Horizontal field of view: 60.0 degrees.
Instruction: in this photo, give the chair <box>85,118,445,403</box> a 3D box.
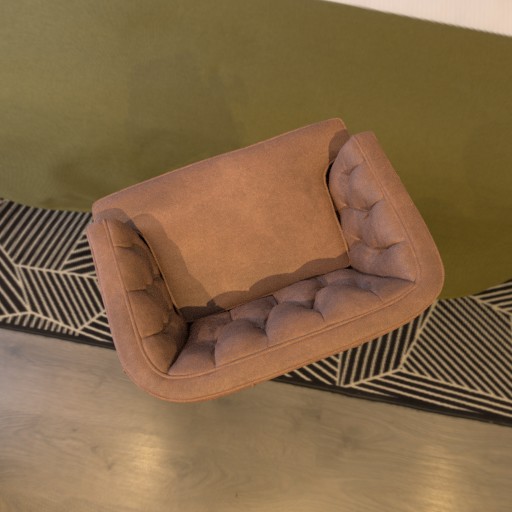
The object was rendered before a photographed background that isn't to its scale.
[{"bbox_3d":[0.000,0.000,1.775,1.118,0.787,0.914,-20,77,-5],"label":"chair"}]
